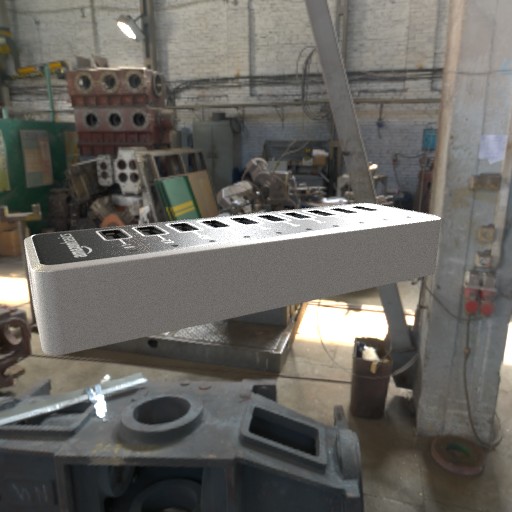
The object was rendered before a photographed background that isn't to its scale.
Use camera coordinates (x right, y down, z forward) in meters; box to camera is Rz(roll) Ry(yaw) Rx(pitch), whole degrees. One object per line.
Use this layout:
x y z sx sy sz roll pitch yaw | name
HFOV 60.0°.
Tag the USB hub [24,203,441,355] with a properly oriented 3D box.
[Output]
0.000 0.000 0.159 0.145 0.023 0.044 -8 17 -28 | USB hub
